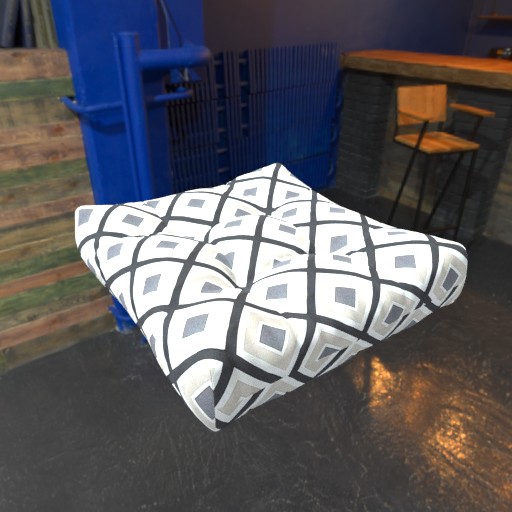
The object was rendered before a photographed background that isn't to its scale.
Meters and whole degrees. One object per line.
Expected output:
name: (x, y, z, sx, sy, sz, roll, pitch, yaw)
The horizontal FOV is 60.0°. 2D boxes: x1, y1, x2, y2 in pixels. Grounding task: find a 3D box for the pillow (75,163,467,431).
pillow: (0.000, 0.000, 0.732, 0.468, 0.128, 0.490, -19, 35, -30)
